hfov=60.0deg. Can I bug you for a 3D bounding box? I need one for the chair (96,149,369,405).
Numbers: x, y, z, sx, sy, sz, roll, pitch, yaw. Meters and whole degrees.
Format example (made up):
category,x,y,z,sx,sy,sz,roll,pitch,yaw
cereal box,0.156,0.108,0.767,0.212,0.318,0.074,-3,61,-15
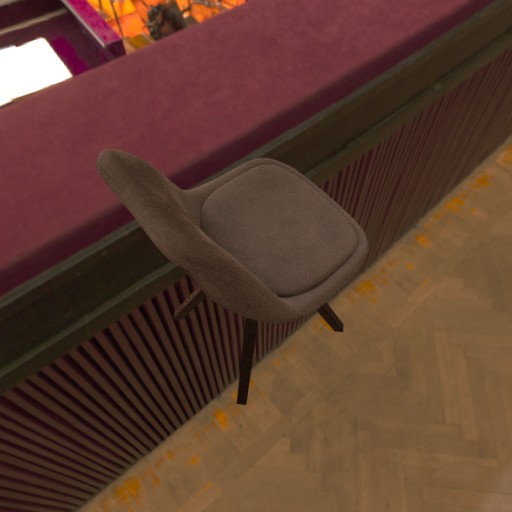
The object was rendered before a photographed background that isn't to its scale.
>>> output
category,x,y,z,sx,sy,sz,roll,pitch,yaw
chair,0.000,0.000,1.188,0.550,0.850,0.476,-34,63,-19
